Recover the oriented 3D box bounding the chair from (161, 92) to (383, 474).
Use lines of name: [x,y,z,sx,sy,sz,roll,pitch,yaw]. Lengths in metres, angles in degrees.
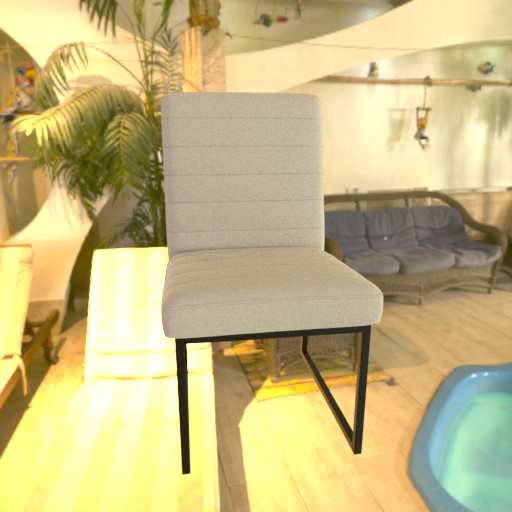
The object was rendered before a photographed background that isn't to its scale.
chair: [0.000,0.000,1.281,0.520,0.930,0.634,-2,16,-9]
